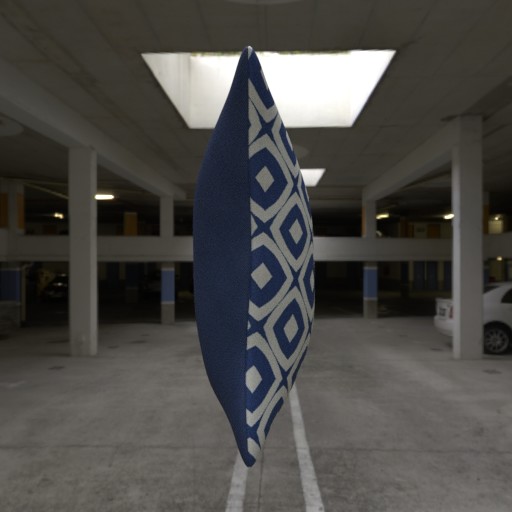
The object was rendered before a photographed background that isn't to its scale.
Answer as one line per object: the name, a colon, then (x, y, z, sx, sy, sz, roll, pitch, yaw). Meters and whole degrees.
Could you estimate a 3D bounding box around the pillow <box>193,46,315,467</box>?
pillow: (0.000, 0.000, 0.766, 0.188, 0.494, 0.504, 0, 0, 2)
